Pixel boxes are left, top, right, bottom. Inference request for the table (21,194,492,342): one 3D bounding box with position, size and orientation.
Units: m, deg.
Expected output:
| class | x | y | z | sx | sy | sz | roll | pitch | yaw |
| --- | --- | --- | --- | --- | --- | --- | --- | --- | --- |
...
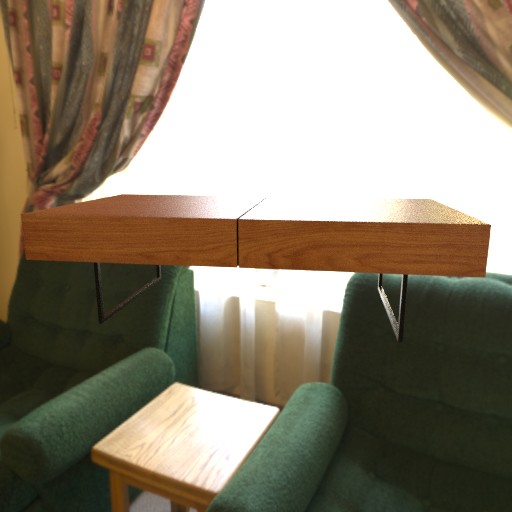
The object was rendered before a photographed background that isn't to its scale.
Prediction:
| class | x | y | z | sx | sy | sz | roll | pitch | yaw |
| --- | --- | --- | --- | --- | --- | --- | --- | --- | --- |
| table | 0.000 | 0.000 | 1.441 | 1.194 | 0.330 | 0.610 | 2 | 13 | 9 |
